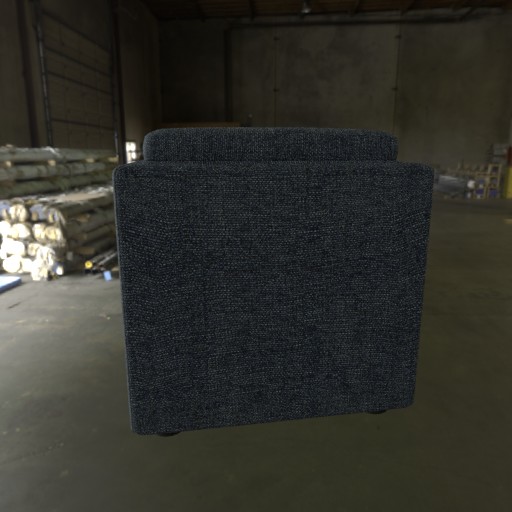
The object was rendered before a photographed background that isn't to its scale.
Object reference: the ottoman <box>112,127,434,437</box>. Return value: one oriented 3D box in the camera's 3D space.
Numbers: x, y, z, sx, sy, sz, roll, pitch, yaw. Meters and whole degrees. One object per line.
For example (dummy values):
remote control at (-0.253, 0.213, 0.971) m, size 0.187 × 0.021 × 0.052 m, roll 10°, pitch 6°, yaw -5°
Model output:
ottoman at (0.000, 0.000, 0.842) m, size 0.450 × 0.460 × 0.450 m, roll -2°, pitch 13°, yaw -10°
